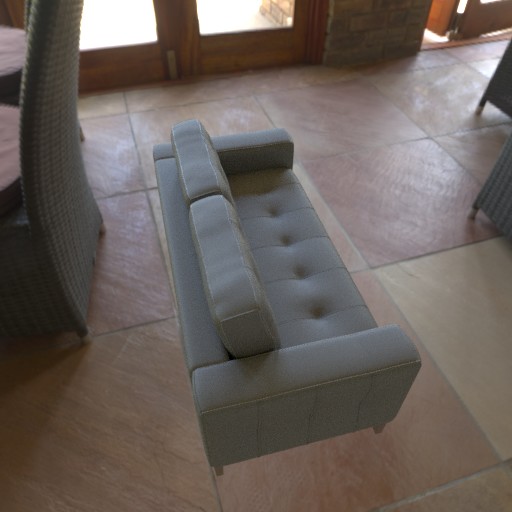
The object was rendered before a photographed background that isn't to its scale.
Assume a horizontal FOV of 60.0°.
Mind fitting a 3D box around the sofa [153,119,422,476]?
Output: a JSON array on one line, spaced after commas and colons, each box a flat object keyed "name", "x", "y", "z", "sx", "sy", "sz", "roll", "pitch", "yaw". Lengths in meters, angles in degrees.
[{"name": "sofa", "x": 0.000, "y": 0.000, "z": 2.211, "sx": 0.833, "sy": 0.893, "sz": 1.726, "roll": -10, "pitch": 46, "yaw": -10}]
